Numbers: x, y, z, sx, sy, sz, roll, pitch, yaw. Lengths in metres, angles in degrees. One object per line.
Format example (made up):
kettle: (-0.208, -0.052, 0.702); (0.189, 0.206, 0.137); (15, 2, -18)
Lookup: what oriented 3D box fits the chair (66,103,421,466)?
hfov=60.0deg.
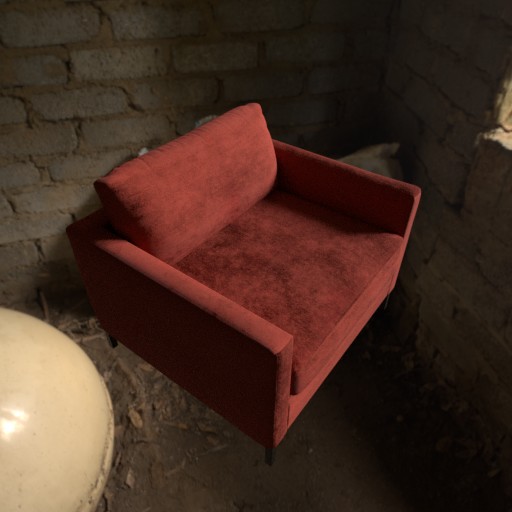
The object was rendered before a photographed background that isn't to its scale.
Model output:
chair: (0.000, 0.000, 1.661); (0.875, 0.812, 0.964); (26, 47, 27)
